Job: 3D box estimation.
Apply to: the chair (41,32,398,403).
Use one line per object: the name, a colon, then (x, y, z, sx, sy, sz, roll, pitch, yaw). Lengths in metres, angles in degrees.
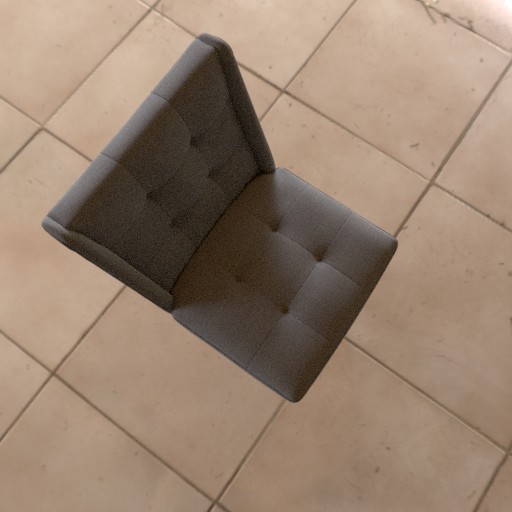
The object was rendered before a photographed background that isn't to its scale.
chair: (0.000, 0.000, 1.282, 0.676, 0.853, 0.569, 34, 79, 8)
